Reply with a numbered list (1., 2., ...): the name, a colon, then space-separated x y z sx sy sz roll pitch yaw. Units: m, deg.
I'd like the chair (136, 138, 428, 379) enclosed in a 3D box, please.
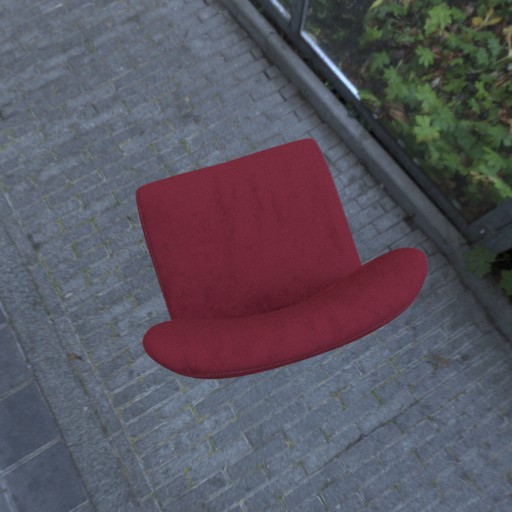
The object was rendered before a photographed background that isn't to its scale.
1. chair: 0.000 0.000 1.149 0.530 0.824 0.560 -17 77 -4
